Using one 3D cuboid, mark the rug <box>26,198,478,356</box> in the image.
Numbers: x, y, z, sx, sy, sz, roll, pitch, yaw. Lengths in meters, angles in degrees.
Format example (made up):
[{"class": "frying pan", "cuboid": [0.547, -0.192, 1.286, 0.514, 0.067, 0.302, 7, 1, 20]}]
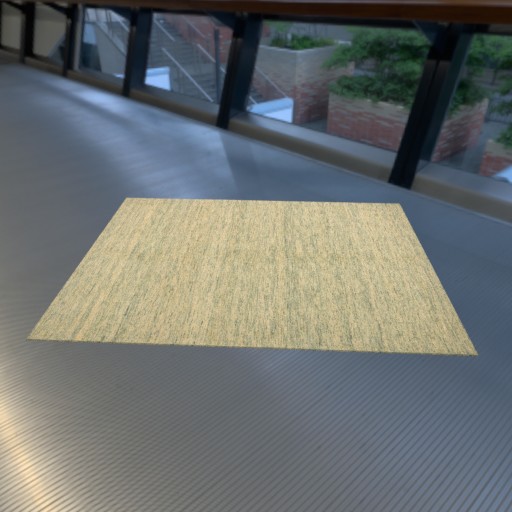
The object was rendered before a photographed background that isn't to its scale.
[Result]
[{"class": "rug", "cuboid": [0.000, 0.000, 4.158, 3.201, 0.014, 2.437, 2, 32, 2]}]
